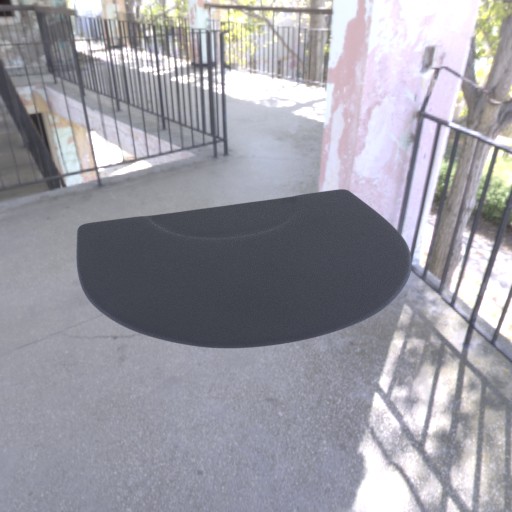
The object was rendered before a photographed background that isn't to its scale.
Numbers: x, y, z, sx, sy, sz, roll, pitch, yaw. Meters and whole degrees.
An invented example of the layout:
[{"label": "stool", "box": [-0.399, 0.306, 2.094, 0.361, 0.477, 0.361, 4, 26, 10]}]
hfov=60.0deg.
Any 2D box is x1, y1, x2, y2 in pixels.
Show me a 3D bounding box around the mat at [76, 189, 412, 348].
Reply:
[{"label": "mat", "box": [0.000, 0.000, 1.584, 1.220, 0.016, 0.917, -10, 32, -16]}]
